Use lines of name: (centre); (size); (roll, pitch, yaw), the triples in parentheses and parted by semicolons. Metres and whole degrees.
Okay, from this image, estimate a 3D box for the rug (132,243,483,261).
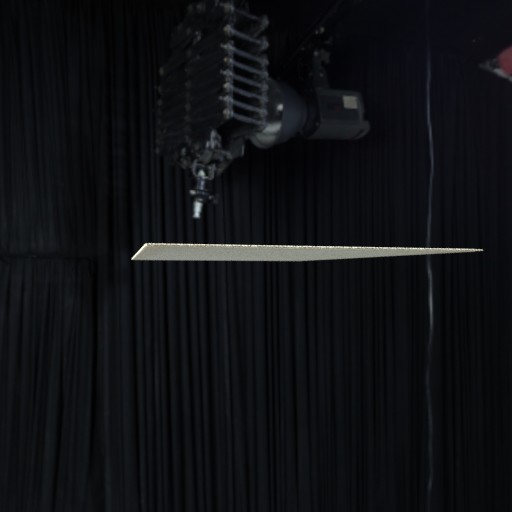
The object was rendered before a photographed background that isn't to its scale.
rug: (0.000, 0.000, 2.891); (1.514, 0.011, 2.233); (1, -2, -17)
